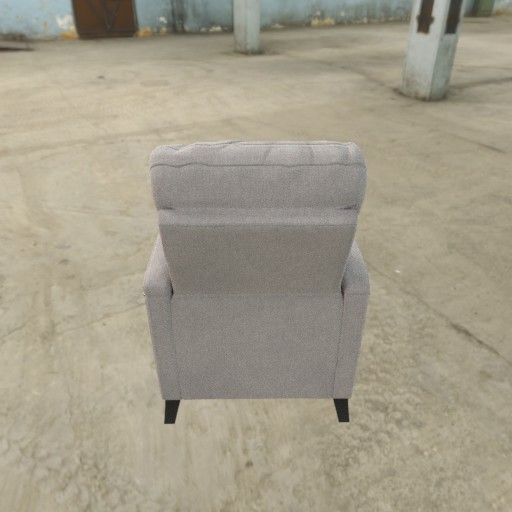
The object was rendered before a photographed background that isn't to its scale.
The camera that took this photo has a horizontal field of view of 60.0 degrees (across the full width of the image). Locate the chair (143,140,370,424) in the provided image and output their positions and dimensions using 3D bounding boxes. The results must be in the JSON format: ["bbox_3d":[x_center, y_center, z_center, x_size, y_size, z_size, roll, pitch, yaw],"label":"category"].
[{"bbox_3d":[0.000,0.000,1.657,0.710,1.049,0.922,0,31,-1],"label":"chair"}]
